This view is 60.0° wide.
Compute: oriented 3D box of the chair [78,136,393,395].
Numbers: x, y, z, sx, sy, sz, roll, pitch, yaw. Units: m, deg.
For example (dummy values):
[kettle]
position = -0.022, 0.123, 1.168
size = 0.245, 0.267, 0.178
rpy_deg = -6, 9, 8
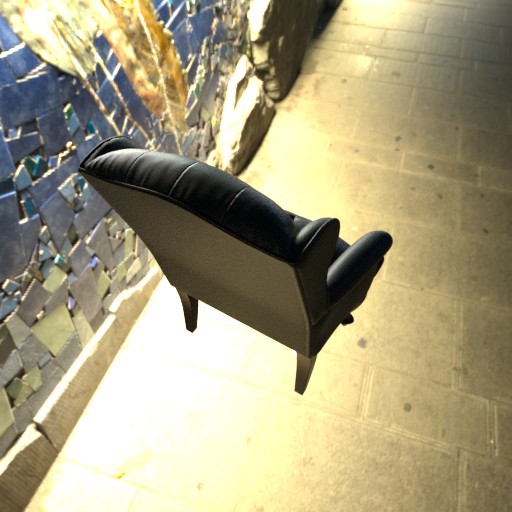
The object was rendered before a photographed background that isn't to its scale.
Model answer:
[chair]
position = 0.000, 0.000, 1.624
size = 0.838, 1.111, 0.762
rpy_deg = 24, 51, 22
